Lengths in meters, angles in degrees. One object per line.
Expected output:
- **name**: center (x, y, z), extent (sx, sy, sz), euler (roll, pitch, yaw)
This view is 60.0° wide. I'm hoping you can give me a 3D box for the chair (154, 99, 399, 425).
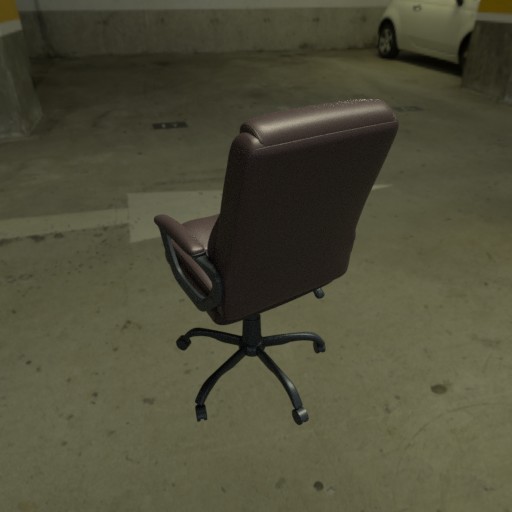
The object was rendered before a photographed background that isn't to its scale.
- **chair**: center (0.000, 0.000, 1.486), extent (0.615, 1.072, 0.655), euler (-19, 36, -28)
